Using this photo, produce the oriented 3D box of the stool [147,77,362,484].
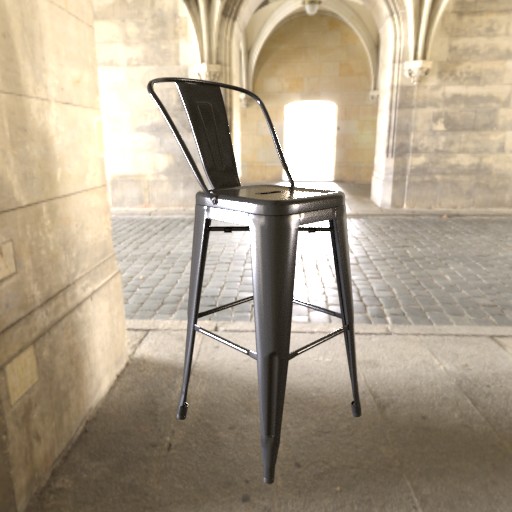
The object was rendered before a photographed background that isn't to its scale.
[{"bbox_3d":[0.000,0.000,1.306,0.432,1.022,0.528,-14,20,-43],"label":"stool"}]
